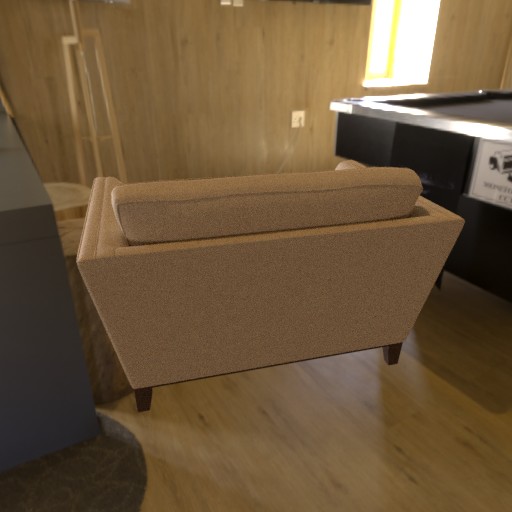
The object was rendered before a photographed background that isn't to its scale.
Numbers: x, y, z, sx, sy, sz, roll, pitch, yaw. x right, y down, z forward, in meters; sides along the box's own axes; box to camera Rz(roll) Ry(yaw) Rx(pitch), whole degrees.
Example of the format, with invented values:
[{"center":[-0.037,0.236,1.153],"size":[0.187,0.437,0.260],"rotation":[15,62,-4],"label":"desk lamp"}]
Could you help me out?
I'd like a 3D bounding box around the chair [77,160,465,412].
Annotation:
[{"center":[0.000,0.000,2.060],"size":[1.397,0.940,0.965],"rotation":[-7,26,-13],"label":"chair"}]
